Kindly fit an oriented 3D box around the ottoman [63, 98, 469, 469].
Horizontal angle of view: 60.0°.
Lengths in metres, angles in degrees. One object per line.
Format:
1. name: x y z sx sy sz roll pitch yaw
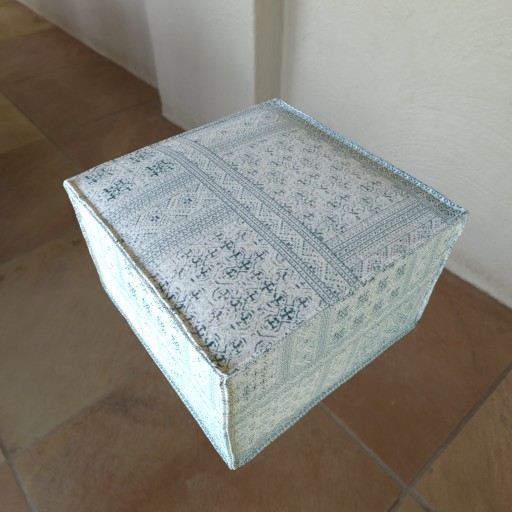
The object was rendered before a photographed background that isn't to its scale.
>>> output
1. ottoman: 0.000 0.000 1.057 0.617 0.439 0.626 -29 53 -25
